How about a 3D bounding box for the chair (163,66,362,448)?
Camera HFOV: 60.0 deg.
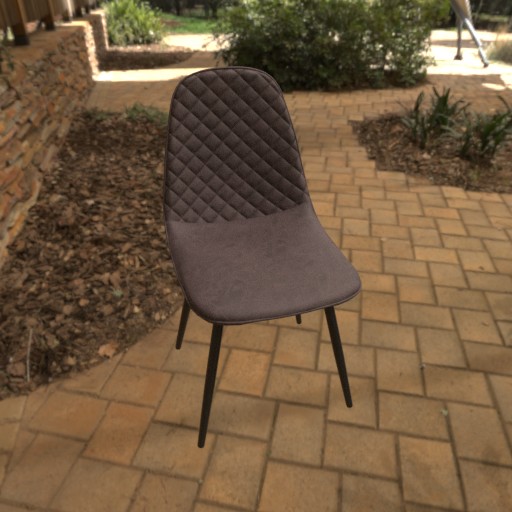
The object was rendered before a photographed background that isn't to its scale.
[{"bbox_3d":[0.000,0.000,1.219,0.472,0.889,0.561,-9,33,-15],"label":"chair"}]
